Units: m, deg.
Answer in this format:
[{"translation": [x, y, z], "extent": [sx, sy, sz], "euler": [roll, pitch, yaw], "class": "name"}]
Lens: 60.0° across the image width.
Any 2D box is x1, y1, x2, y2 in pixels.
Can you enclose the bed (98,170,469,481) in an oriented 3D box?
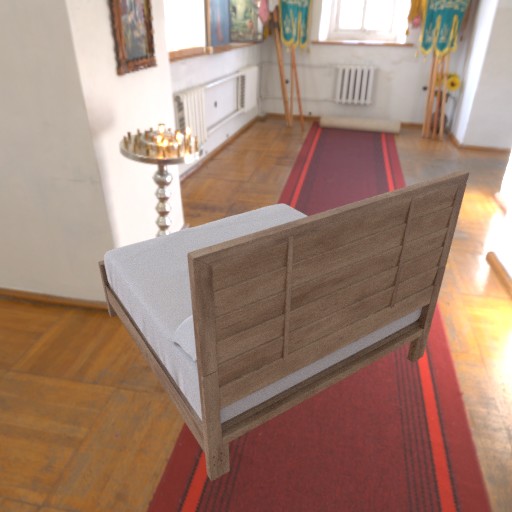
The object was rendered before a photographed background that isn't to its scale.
[{"translation": [0.000, 0.000, 3.594], "extent": [2.032, 1.626, 2.062], "euler": [-18, 35, -29], "class": "bed"}]
